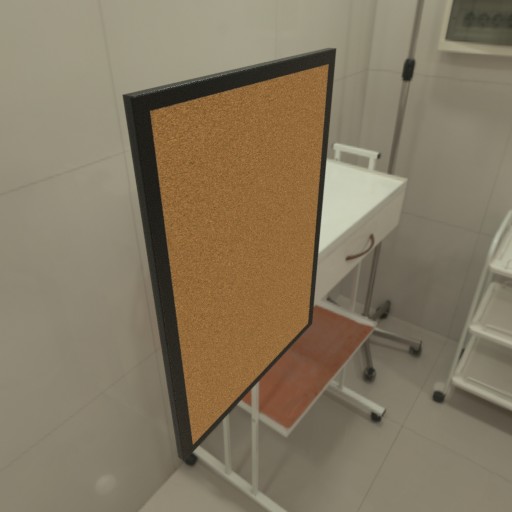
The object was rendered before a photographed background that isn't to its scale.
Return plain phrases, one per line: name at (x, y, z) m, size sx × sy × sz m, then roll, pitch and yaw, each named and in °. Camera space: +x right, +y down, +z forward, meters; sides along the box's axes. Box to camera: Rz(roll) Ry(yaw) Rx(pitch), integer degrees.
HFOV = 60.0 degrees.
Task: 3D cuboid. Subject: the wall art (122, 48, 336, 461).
wall art at (0.000, 0.000, 0.823) m, size 0.016 × 0.657 × 0.480 m, roll 21°, pitch 38°, yaw 30°
